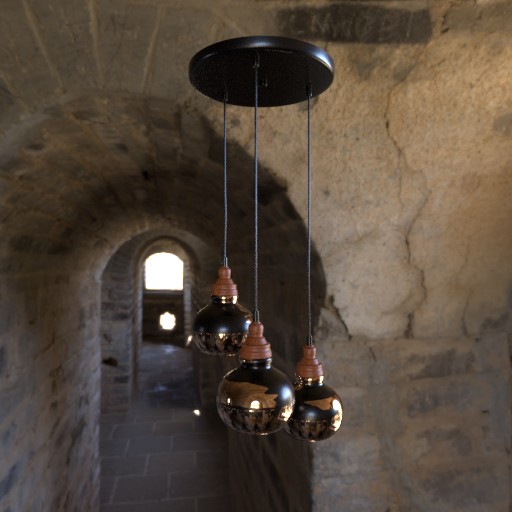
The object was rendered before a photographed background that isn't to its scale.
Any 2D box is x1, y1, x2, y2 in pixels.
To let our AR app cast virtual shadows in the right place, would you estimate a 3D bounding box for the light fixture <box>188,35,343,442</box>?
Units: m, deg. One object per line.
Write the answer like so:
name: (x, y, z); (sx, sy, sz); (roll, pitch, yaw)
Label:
light fixture: (0.000, 0.000, 1.708); (0.605, 1.410, 0.608); (-1, -1, 34)
